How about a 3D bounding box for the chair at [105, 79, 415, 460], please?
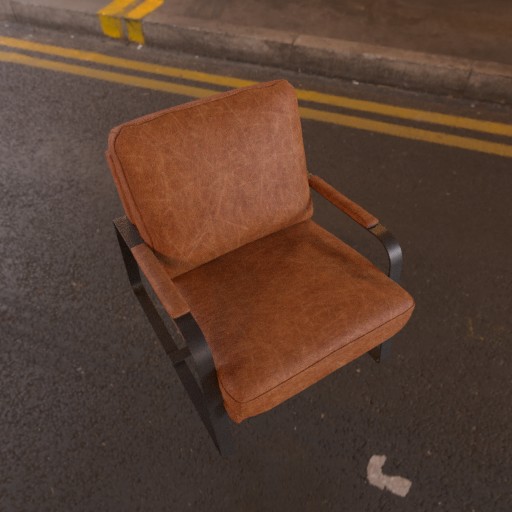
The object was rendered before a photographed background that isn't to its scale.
[{"bbox_3d":[0.000,0.000,1.331,0.651,0.777,0.801,-24,52,-21],"label":"chair"}]
